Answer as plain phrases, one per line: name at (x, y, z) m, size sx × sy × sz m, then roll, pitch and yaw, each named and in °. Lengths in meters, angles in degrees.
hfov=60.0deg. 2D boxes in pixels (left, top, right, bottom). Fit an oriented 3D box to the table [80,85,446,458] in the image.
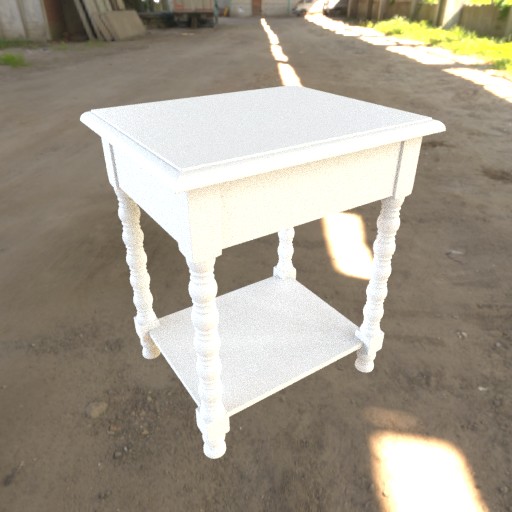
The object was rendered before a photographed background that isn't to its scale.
table at (0.000, 0.000, 0.846) m, size 0.460 × 0.531 × 0.381 m, roll -19°, pitch 35°, yaw -28°
